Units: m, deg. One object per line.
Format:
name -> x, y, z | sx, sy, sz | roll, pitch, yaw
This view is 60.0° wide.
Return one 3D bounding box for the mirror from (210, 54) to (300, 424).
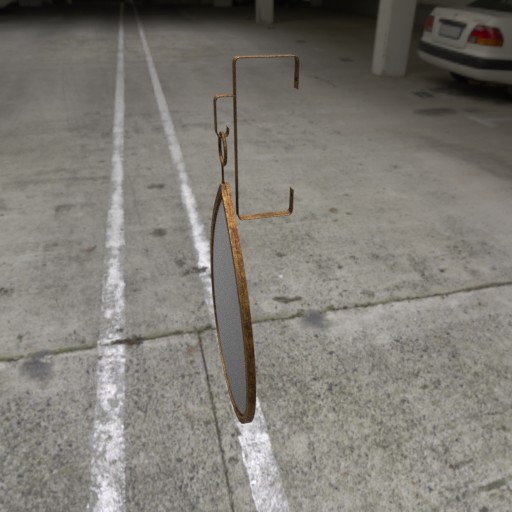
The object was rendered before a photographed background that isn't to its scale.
mirror -> 0.000, 0.000, 0.902 | 0.144, 0.744, 0.405 | -7, 30, -13
